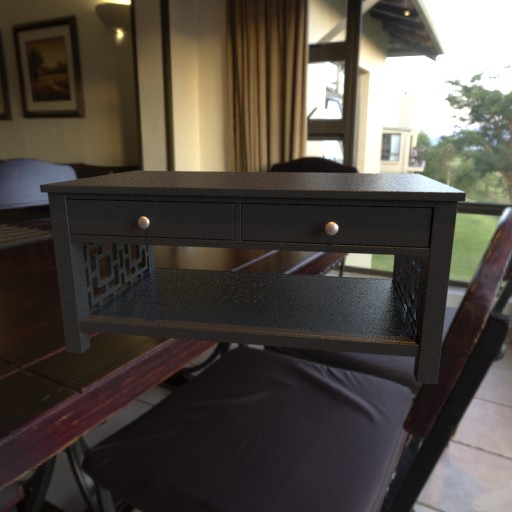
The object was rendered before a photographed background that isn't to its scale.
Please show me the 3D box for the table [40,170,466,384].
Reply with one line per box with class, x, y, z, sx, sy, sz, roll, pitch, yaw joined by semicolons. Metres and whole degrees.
table;0.000;0.000;1.433;1.068;0.493;0.612;2;15;9
